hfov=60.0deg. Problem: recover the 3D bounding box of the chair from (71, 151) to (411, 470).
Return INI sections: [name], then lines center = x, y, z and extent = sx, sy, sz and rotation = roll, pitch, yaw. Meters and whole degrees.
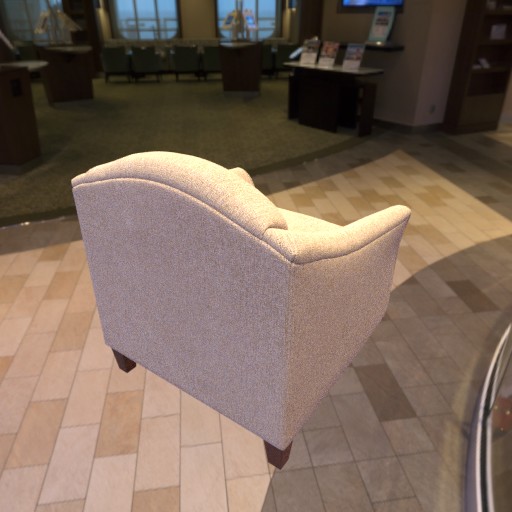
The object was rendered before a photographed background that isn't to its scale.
[chair]
center = 0.000, 0.000, 1.484
extent = 0.763, 0.839, 0.787
rotation = 19, 34, 31
